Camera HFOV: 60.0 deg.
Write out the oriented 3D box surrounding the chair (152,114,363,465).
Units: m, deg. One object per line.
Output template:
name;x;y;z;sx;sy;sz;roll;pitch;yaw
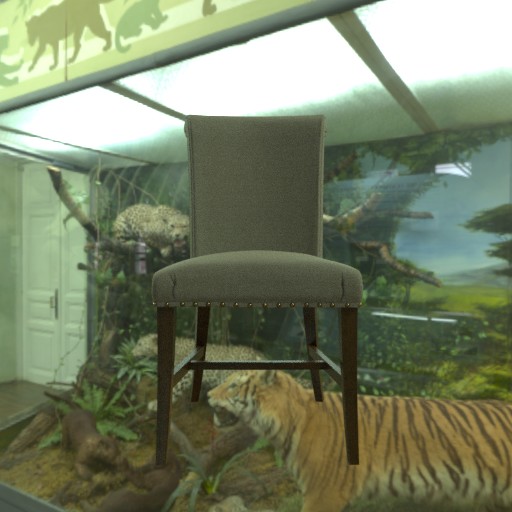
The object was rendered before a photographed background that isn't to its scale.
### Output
chair;0.000;0.000;1.327;0.513;0.988;0.608;0;0;0
